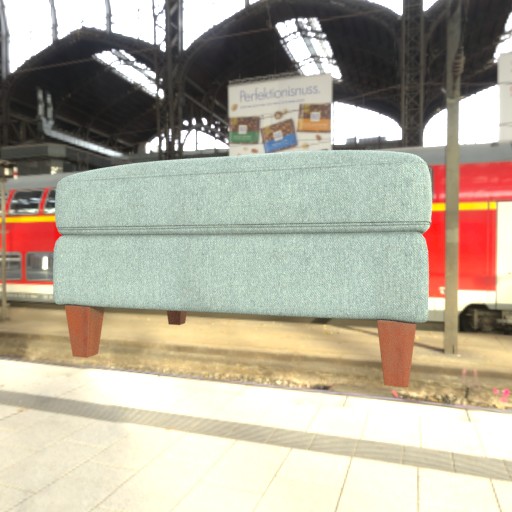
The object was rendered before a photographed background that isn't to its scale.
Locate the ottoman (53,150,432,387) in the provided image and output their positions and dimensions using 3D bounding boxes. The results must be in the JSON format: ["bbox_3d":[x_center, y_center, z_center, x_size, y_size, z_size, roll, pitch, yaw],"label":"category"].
[{"bbox_3d":[0.000,0.000,1.192,0.864,0.483,0.584,0,1,18],"label":"ottoman"}]
